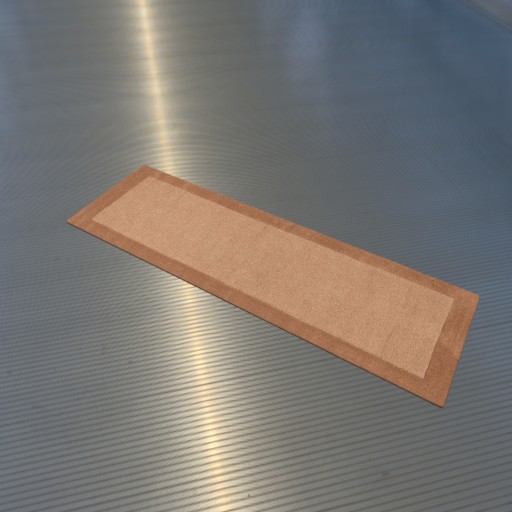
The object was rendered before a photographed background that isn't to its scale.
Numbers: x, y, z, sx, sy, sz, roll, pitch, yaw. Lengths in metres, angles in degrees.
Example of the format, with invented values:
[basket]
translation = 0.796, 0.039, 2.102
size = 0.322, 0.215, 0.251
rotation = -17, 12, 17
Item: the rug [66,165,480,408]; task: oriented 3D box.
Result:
[rug]
translation = 0.000, 0.000, 2.667
size = 2.439, 0.017, 0.764
rotation = 24, 50, 21
